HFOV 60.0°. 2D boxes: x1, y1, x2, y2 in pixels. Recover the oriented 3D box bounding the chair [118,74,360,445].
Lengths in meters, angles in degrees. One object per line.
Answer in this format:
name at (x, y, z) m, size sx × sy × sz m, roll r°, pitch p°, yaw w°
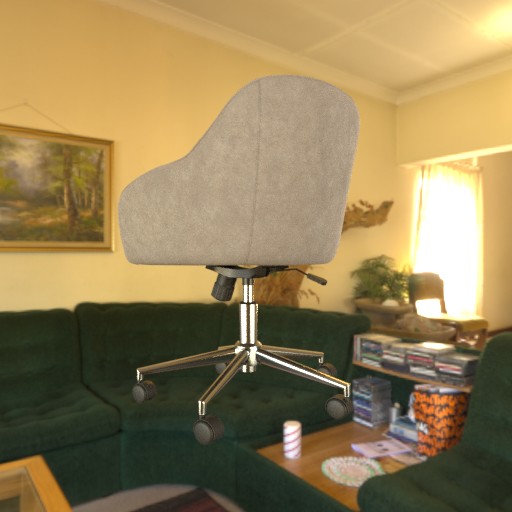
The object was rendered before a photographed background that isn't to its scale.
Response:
chair at (0.000, 0.000, 1.278) m, size 0.573 × 0.831 × 0.635 m, roll 0°, pitch 0°, yaw 36°
